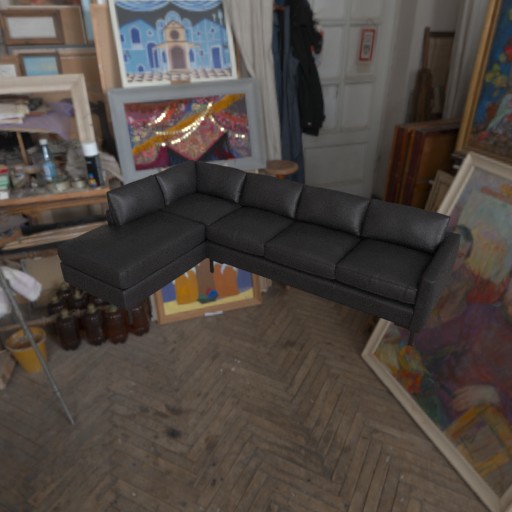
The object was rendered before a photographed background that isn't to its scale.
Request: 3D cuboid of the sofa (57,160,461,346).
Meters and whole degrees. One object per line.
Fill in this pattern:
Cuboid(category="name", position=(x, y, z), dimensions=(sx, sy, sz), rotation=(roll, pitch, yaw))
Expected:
Cuboid(category="sofa", position=(0.000, 0.000, 3.915), dimensions=(2.984, 0.877, 1.938), rotation=(18, 34, 29))
